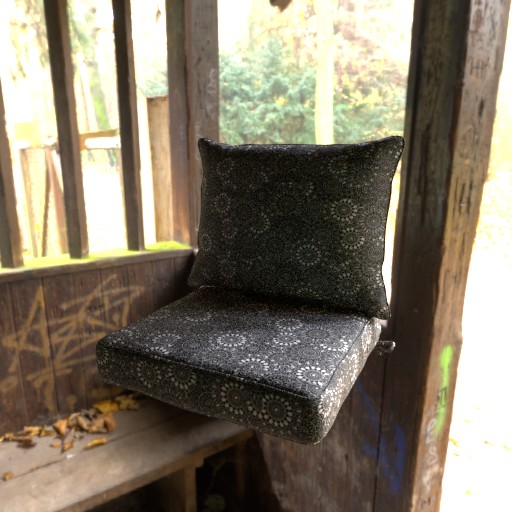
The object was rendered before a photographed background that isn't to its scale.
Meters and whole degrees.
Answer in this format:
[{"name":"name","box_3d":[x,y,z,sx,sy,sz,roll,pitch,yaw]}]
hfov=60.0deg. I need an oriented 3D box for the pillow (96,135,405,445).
[{"name":"pillow","box_3d":[0.000,0.000,1.371,0.798,0.722,0.740,7,16,26]}]
